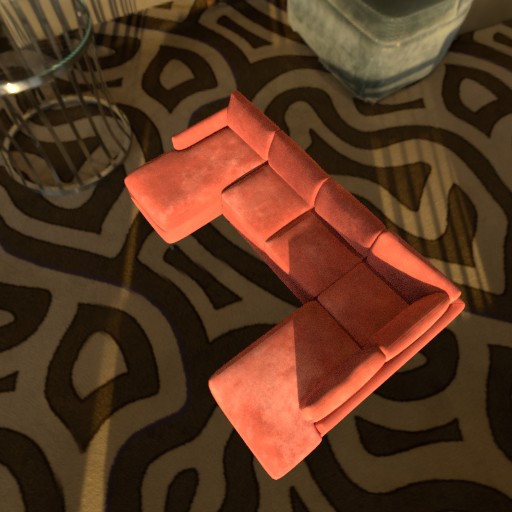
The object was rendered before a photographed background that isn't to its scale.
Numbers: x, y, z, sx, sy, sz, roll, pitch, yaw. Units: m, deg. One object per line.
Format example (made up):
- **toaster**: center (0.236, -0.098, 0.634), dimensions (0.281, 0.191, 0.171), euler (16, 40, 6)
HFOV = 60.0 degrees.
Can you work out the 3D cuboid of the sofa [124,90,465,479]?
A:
- **sofa**: center (0.000, 0.000, 3.894), dimensions (1.981, 0.858, 2.971), euler (-34, 67, -17)
